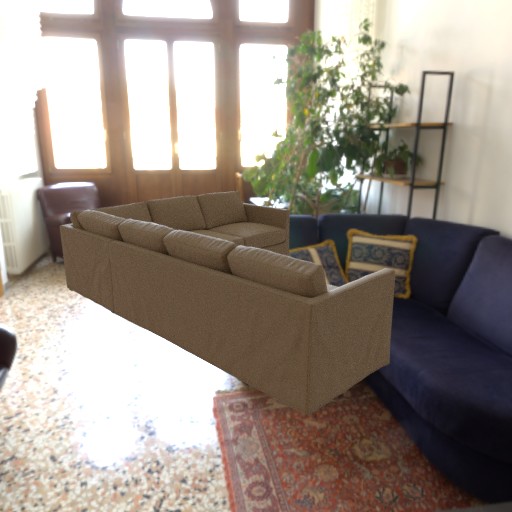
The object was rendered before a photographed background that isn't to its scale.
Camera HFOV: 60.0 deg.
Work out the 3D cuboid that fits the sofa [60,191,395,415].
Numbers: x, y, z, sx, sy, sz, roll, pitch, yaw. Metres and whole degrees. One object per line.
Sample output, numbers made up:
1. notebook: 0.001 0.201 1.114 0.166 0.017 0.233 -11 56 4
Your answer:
1. sofa: 0.000 0.000 4.273 3.182 0.871 2.432 14 20 42
